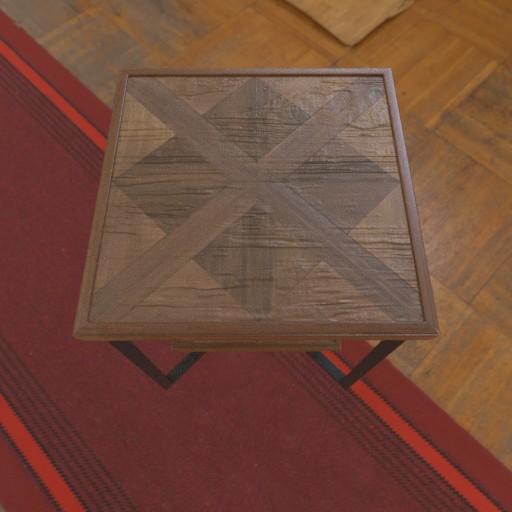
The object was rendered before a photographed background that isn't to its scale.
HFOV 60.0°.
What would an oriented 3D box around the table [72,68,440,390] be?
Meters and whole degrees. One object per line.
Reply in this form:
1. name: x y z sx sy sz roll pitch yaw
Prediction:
1. table: 0.000 0.000 0.964 0.503 0.563 0.503 0 65 0
